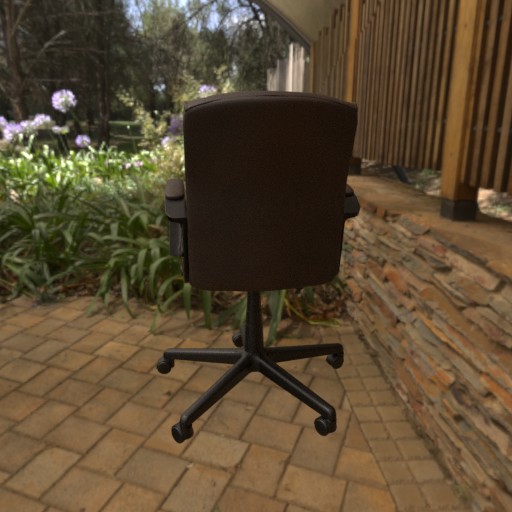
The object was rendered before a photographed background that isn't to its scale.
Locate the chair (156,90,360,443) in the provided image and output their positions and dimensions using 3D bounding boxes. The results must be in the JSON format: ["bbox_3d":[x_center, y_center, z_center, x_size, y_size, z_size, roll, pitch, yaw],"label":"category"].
[{"bbox_3d":[0.000,0.000,1.507,0.739,1.004,0.717,-2,16,-8],"label":"chair"}]
